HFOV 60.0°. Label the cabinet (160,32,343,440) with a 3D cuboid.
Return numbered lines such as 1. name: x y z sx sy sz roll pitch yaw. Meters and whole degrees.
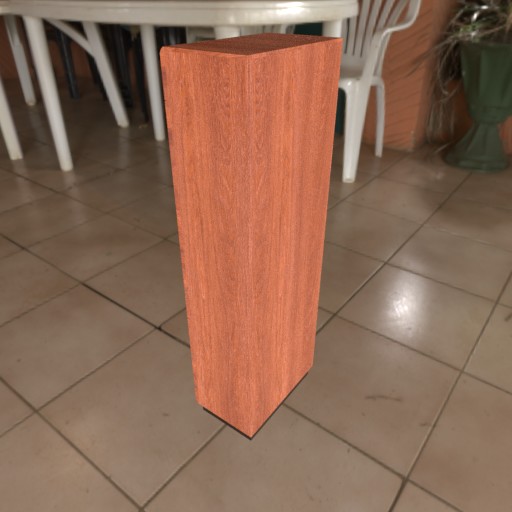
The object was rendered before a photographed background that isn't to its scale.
1. cabinet: 0.000 0.000 2.262 0.420 1.980 0.660 21 38 30
